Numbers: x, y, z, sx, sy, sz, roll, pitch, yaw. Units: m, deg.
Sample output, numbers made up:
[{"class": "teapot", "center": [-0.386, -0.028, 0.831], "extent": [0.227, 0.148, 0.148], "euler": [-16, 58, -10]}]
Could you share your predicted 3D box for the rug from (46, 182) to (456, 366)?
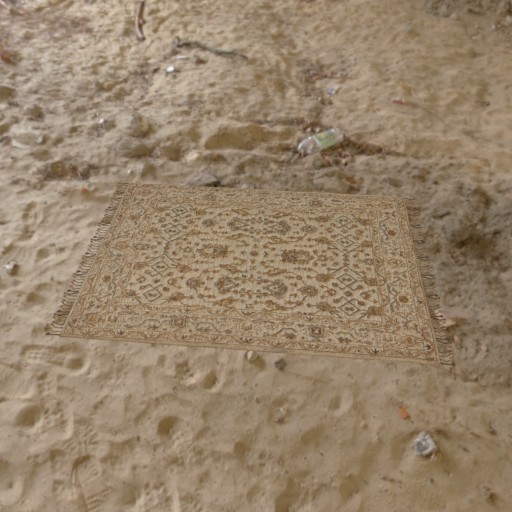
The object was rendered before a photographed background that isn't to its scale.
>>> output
[{"class": "rug", "center": [0.000, 0.000, 3.112], "extent": [2.434, 0.027, 1.529], "euler": [4, 46, 3]}]
